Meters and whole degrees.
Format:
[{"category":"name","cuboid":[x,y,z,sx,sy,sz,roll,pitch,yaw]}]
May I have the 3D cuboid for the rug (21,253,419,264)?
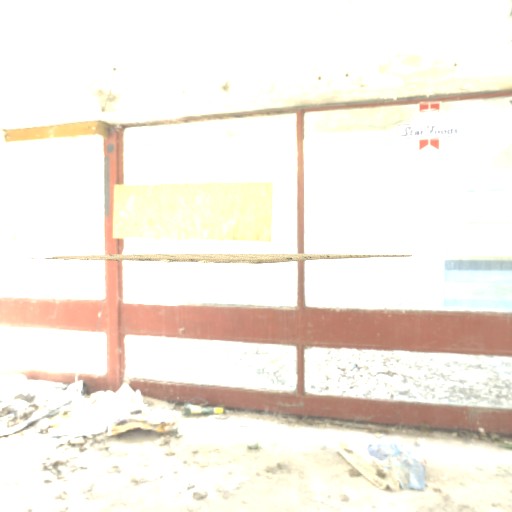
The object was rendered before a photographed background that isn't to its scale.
[{"category":"rug","cuboid":[0.000,0.000,3.273,1.664,0.029,2.615,1,1,36]}]
